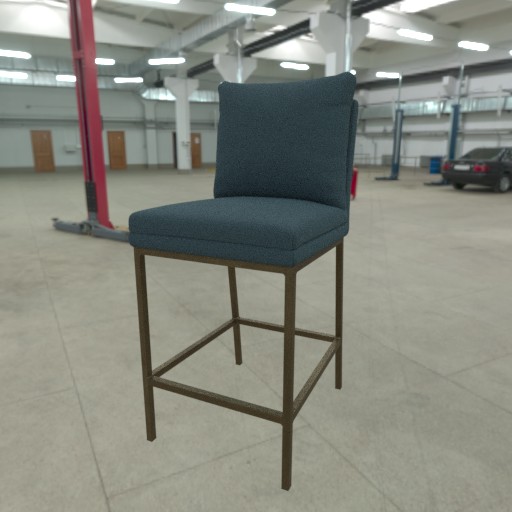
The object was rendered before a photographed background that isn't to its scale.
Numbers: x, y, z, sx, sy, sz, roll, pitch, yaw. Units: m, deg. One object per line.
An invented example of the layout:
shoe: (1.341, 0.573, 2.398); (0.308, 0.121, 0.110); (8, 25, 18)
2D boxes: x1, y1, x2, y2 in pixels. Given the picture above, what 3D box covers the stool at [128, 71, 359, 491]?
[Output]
stool: (0.000, 0.000, 1.301); (0.463, 1.032, 0.568); (7, 16, 25)
